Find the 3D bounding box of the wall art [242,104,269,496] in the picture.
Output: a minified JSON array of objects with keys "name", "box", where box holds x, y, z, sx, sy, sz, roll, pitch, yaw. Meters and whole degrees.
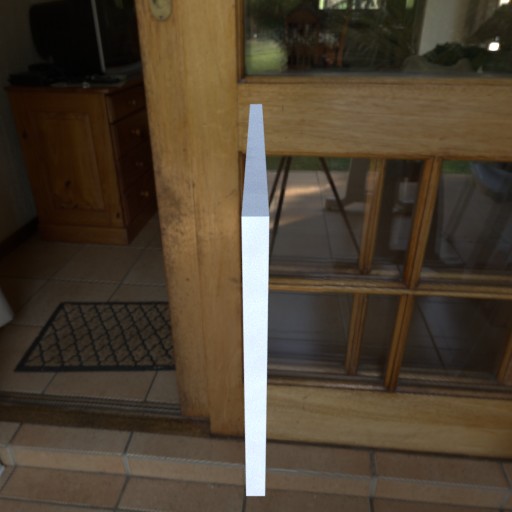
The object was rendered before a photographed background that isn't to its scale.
[{"name":"wall art","box":[0.000,0.000,1.155,0.038,0.610,0.915,0,28,0]}]
